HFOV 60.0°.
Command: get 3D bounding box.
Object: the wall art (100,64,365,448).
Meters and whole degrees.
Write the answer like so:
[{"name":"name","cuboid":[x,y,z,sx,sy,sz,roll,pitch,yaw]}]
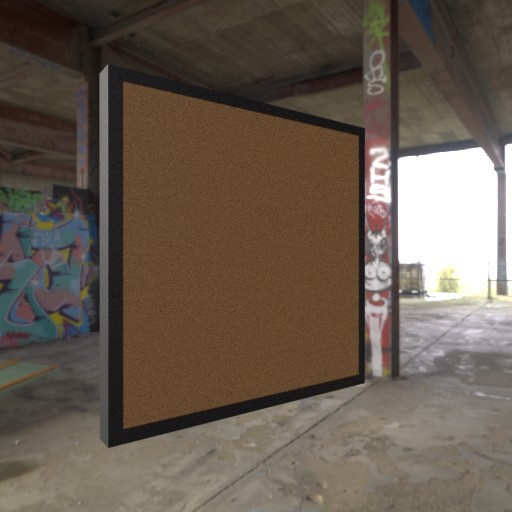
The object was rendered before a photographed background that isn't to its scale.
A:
[{"name":"wall art","cuboid":[0.000,0.000,0.746,0.506,0.506,0.037,0,0,-36]}]
